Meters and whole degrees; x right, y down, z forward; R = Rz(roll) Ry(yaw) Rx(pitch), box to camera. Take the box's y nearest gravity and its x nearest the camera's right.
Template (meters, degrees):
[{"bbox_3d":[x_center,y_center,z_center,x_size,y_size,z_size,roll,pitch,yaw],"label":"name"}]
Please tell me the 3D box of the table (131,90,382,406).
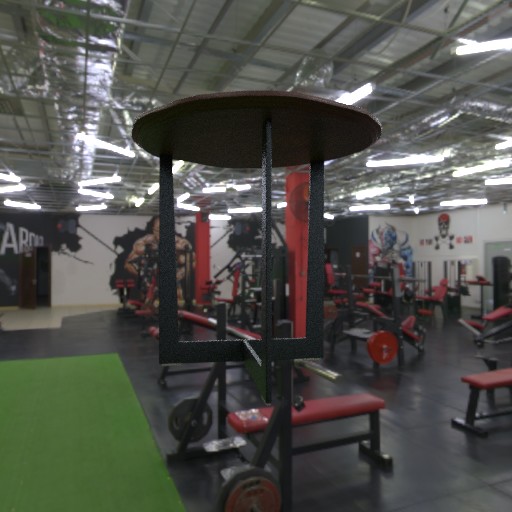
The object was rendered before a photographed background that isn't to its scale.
[{"bbox_3d":[0.000,0.000,0.883,0.477,0.476,0.494,0,0,-20],"label":"table"}]
